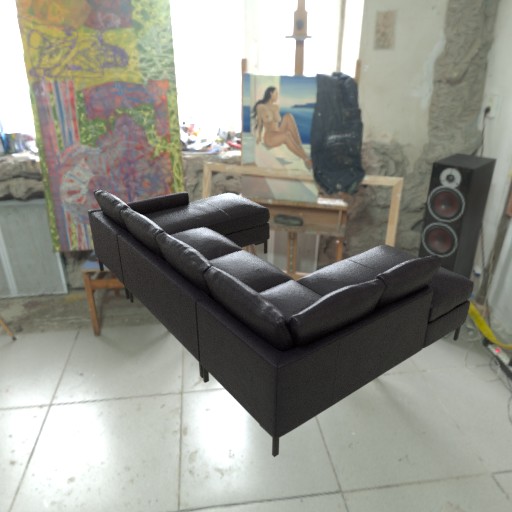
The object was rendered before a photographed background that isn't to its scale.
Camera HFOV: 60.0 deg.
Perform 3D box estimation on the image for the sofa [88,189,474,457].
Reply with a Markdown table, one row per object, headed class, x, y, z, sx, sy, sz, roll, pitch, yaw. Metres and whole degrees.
| class | x | y | z | sx | sy | sz | roll | pitch | yaw |
| --- | --- | --- | --- | --- | --- | --- | --- | --- | --- |
| sofa | 0.000 | 0.000 | 3.891 | 1.939 | 0.900 | 2.956 | -18 | 31 | -33 |
